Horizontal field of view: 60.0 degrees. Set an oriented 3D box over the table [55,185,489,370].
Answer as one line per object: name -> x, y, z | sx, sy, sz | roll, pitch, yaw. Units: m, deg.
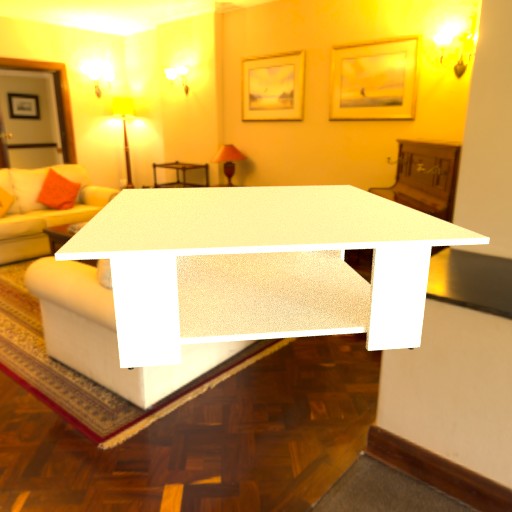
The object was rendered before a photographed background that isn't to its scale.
table -> 0.000, 0.000, 1.359 | 0.890, 0.305, 0.890 | -2, 17, -8
